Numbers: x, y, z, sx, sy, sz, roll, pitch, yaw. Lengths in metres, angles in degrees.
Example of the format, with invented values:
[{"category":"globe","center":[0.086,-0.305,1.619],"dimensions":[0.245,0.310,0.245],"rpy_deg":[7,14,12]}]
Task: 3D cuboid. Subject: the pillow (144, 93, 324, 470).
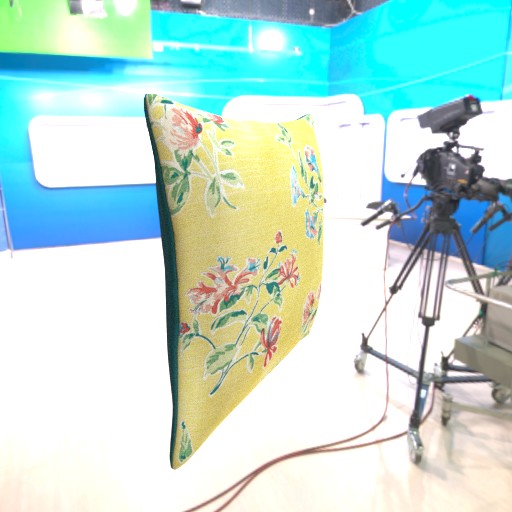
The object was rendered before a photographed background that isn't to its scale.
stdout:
[{"category":"pillow","center":[0.000,0.000,0.790],"dimensions":[0.166,0.508,0.525],"rpy_deg":[8,17,27]}]
